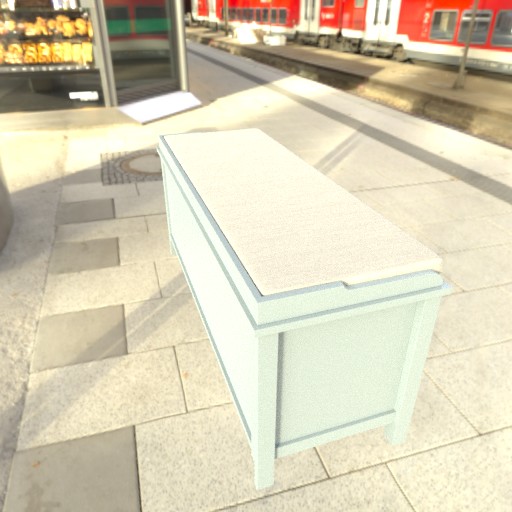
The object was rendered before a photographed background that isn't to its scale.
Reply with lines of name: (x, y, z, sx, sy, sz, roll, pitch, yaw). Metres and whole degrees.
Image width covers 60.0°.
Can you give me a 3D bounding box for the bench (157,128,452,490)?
bench: (0.000, 0.000, 1.354, 0.398, 0.501, 1.140, -10, 31, -16)
